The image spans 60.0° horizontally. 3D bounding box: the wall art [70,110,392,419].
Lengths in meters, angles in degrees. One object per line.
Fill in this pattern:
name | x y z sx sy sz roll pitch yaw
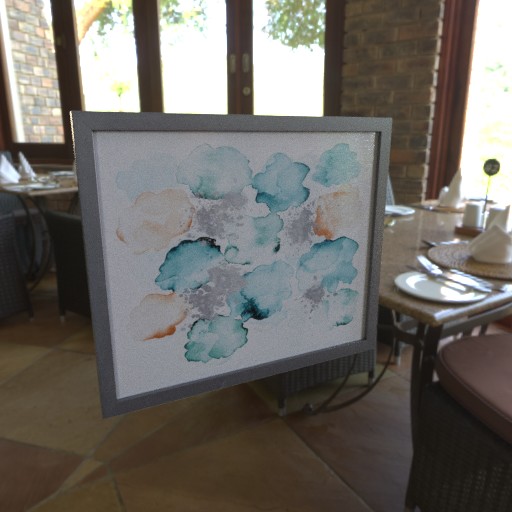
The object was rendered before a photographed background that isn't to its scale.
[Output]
wall art | 0.000 0.000 0.920 0.660 0.558 0.026 -7 17 -25
